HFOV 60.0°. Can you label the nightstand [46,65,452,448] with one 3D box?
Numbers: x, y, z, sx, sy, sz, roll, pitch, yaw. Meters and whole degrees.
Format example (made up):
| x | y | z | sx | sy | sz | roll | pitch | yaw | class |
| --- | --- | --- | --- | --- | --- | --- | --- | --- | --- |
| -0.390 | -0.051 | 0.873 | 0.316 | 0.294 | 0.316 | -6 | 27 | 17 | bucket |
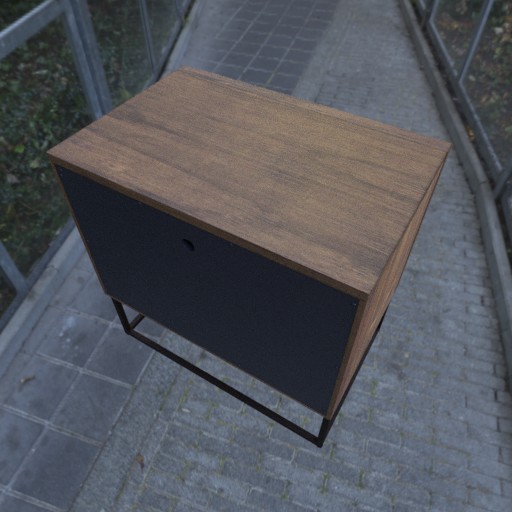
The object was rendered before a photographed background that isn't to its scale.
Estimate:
| x | y | z | sx | sy | sz | roll | pitch | yaw | class |
| --- | --- | --- | --- | --- | --- | --- | --- | --- | --- |
| 0.000 | 0.000 | 1.030 | 0.610 | 0.610 | 0.437 | 24 | 52 | 20 | nightstand |
